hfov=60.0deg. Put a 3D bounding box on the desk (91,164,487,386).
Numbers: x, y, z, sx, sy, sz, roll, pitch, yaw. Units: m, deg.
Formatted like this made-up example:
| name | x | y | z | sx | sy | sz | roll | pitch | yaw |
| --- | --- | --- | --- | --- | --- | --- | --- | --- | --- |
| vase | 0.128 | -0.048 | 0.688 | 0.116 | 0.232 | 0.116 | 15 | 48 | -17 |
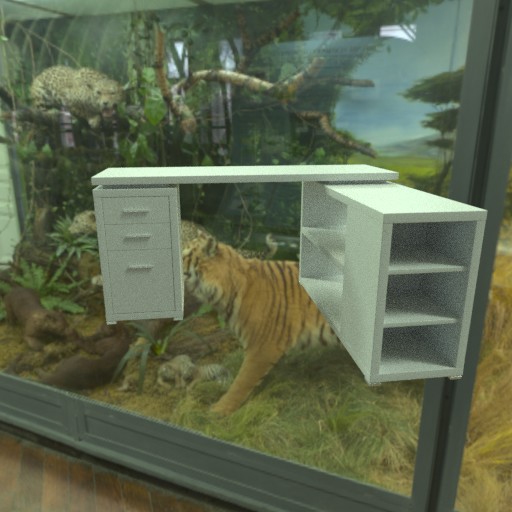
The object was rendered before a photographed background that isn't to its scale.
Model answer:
| name | x | y | z | sx | sy | sz | roll | pitch | yaw |
| --- | --- | --- | --- | --- | --- | --- | --- | --- | --- |
| desk | 0.000 | 0.000 | 2.161 | 1.524 | 0.753 | 1.200 | -2 | 17 | -8 |
